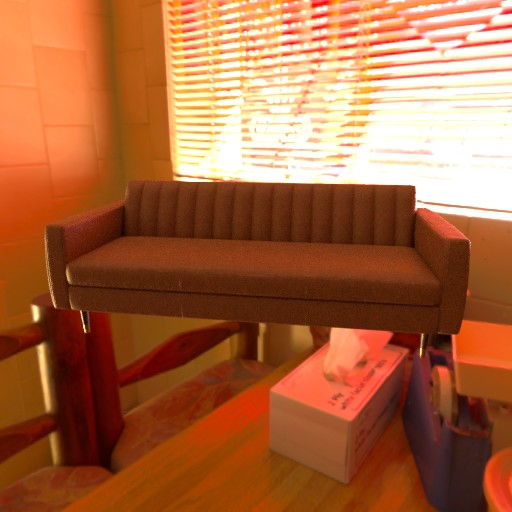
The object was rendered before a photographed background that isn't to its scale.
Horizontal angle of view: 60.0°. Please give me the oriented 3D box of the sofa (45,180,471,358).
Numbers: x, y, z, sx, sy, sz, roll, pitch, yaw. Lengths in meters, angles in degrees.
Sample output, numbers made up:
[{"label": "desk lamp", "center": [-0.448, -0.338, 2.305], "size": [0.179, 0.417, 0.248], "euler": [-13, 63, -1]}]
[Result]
[{"label": "sofa", "center": [0.000, 0.000, 2.764], "size": [2.291, 0.821, 0.990], "euler": [2, 16, 9]}]
